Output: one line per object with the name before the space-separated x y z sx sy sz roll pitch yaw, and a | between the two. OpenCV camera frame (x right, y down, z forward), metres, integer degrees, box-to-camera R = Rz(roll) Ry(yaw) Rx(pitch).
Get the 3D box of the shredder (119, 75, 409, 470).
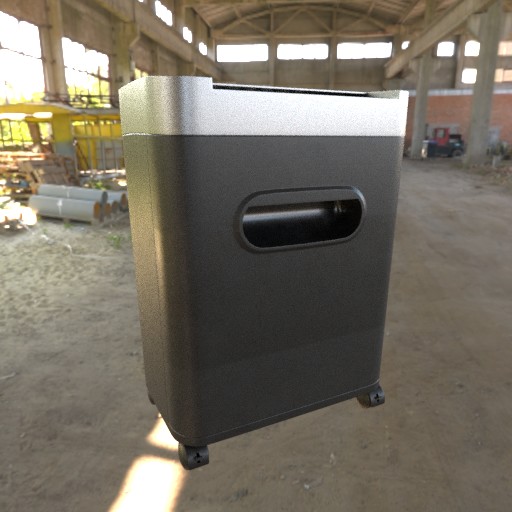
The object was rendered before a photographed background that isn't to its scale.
shredder | 0.000 0.000 0.594 0.311 0.419 0.237 -7 16 -26
